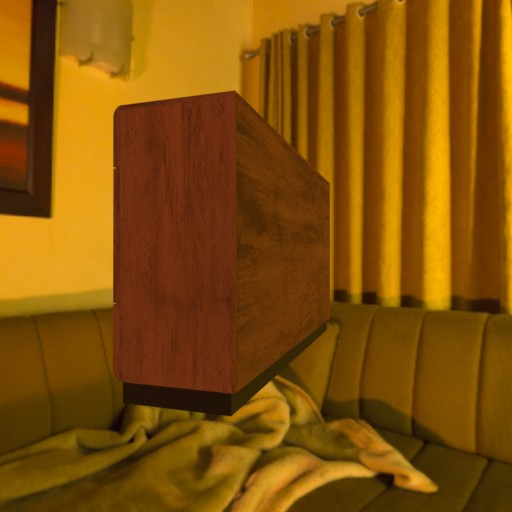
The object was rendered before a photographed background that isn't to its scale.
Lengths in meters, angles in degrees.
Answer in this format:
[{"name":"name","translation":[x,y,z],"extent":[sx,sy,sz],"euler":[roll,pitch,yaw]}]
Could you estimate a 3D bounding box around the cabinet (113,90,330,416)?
[{"name":"cabinet","translation":[0.000,0.000,2.038],"extent":[0.420,0.900,1.600],"euler":[0,0,19]}]
